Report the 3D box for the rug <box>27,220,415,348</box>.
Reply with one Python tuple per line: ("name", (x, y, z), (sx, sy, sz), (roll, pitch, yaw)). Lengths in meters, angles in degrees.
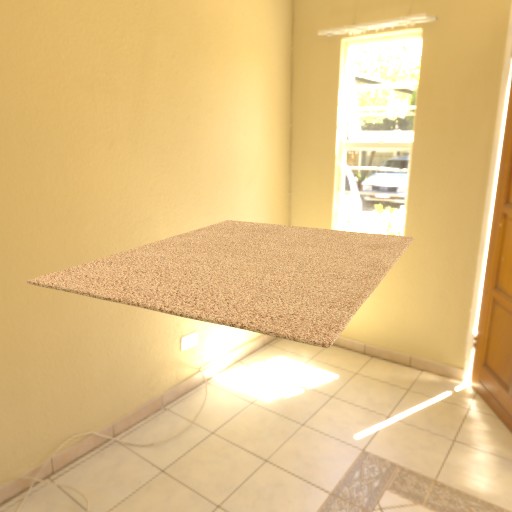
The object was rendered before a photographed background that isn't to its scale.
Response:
("rug", (0.000, 0.000, 4.188), (2.438, 0.029, 3.047), (7, 16, 26))
